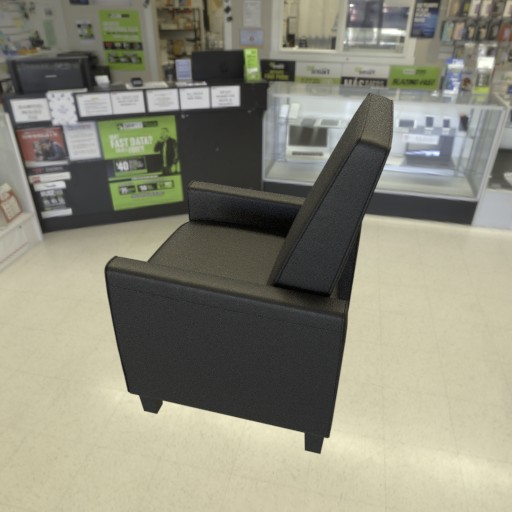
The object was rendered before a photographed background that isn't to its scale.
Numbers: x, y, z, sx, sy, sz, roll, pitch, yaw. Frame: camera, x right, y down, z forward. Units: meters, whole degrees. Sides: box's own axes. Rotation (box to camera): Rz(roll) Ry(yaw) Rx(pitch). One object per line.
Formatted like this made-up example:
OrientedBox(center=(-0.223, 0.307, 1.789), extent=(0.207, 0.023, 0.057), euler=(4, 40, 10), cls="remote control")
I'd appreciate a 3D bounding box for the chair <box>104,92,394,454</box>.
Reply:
OrientedBox(center=(0.000, 0.000, 1.496), extent=(0.746, 1.013, 0.705), euler=(8, 32, 13), cls="chair")
